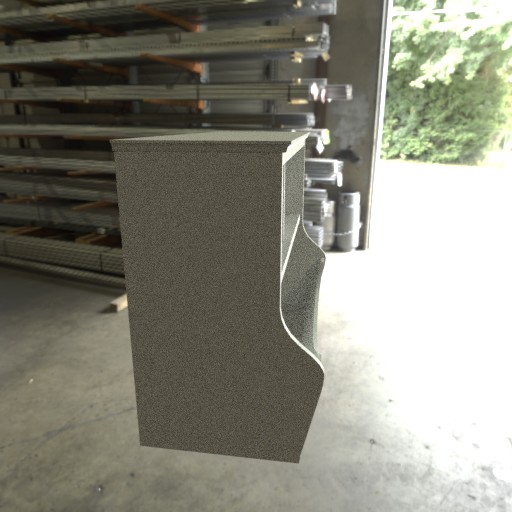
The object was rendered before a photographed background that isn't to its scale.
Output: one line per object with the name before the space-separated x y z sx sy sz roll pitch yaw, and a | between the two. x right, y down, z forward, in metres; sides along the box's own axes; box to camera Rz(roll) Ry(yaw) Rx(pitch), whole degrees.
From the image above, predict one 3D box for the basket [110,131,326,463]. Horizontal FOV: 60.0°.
basket | 0.000 0.000 1.183 0.376 0.625 0.792 3 17 8
